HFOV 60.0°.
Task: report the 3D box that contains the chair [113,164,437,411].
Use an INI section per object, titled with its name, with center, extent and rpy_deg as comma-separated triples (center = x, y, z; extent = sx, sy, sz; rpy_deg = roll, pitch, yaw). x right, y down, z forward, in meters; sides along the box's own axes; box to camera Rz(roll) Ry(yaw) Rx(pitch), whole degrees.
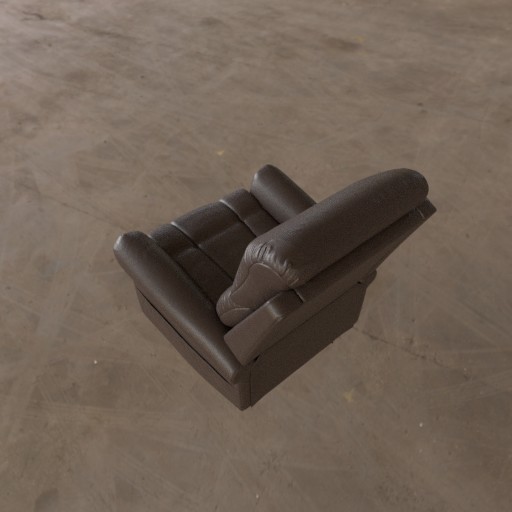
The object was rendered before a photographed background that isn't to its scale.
[chair]
center = 0.000, 0.000, 1.760
extent = 0.869, 1.028, 0.978
rpy_deg = -31, 53, -27
